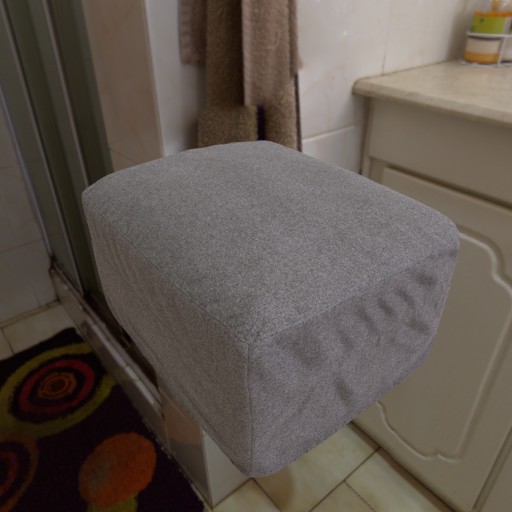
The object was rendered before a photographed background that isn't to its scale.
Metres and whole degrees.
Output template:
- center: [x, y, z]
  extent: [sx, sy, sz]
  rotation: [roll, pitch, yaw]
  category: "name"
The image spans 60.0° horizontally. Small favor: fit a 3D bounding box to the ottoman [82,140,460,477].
- center: [0.000, 0.000, 1.217]
  extent: [0.683, 0.481, 0.837]
  rotation: [-22, 39, -31]
  category: "ottoman"
